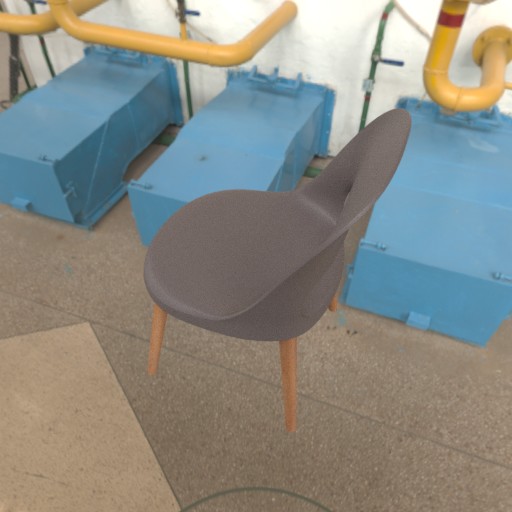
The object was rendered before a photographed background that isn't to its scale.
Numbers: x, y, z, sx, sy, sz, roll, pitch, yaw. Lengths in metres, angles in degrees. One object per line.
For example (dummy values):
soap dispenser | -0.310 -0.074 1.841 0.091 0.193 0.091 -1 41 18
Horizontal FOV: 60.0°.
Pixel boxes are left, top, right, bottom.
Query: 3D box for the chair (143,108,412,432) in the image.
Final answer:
chair | 0.000 0.000 1.113 0.556 0.794 0.470 16 49 15
